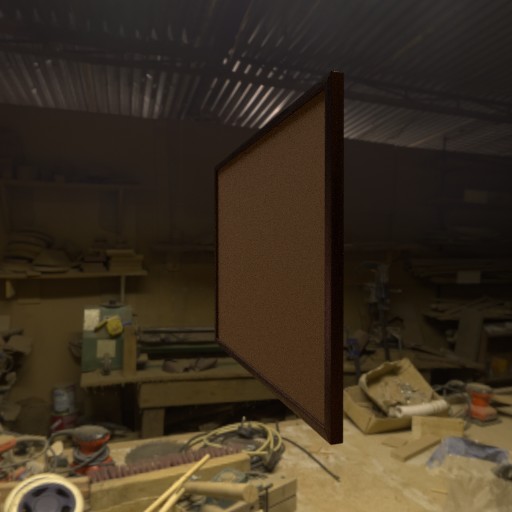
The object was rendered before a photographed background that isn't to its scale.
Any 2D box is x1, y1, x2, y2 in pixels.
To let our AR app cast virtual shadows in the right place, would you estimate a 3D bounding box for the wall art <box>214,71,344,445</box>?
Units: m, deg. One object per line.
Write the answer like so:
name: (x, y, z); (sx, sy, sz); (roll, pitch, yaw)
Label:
wall art: (0.000, 0.000, 0.566); (0.012, 0.304, 0.431); (0, 1, -18)
